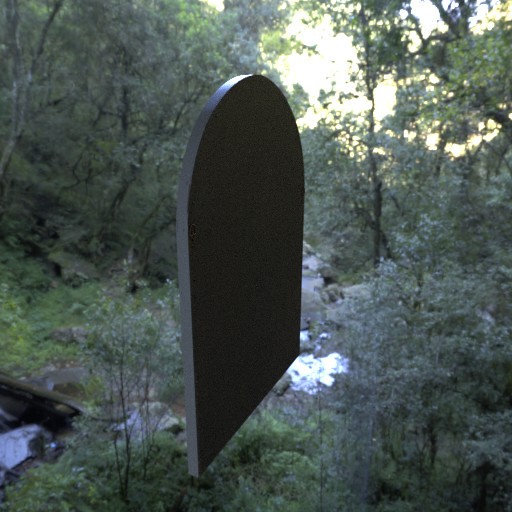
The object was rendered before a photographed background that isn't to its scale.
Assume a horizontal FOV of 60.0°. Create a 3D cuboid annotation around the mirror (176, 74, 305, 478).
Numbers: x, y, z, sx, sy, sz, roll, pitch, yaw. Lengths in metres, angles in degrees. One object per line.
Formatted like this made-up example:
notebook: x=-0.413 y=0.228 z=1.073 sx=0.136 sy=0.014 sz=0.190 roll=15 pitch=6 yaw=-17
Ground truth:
mirror: x=0.000 y=0.000 z=1.211 sx=0.032 sy=0.920 sz=0.660 roll=8 pitch=18 yaw=25
